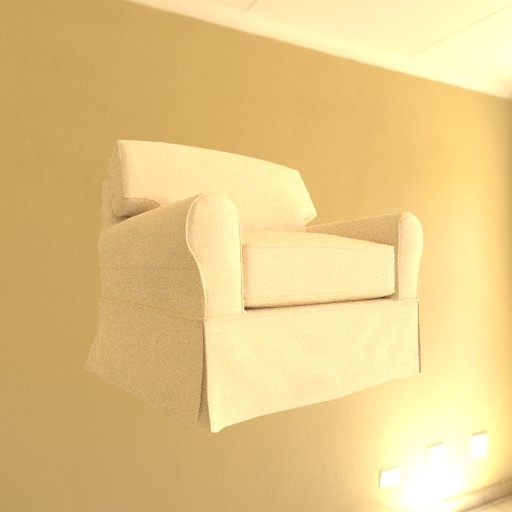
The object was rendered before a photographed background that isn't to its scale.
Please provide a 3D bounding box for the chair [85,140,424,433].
[{"bbox_3d":[0.000,0.000,1.799,1.099,0.958,0.904,0,-1,-37],"label":"chair"}]
